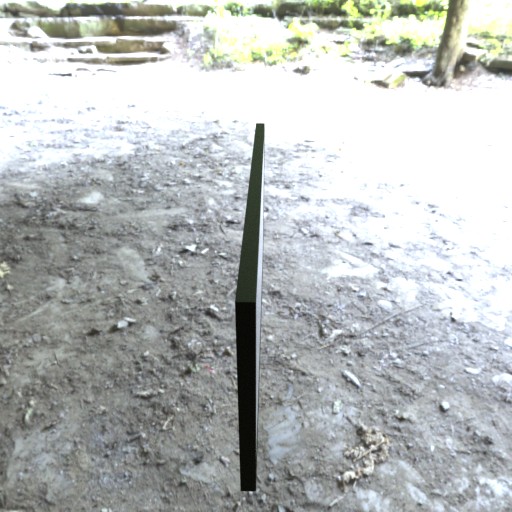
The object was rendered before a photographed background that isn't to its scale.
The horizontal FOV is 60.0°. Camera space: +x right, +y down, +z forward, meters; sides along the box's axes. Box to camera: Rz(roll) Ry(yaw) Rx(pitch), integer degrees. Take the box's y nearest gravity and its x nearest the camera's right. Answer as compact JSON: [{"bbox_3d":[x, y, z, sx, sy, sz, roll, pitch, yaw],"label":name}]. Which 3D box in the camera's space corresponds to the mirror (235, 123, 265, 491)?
[{"bbox_3d":[0.000,0.000,1.821,0.047,0.692,1.584,1,30,1],"label":"mirror"}]
